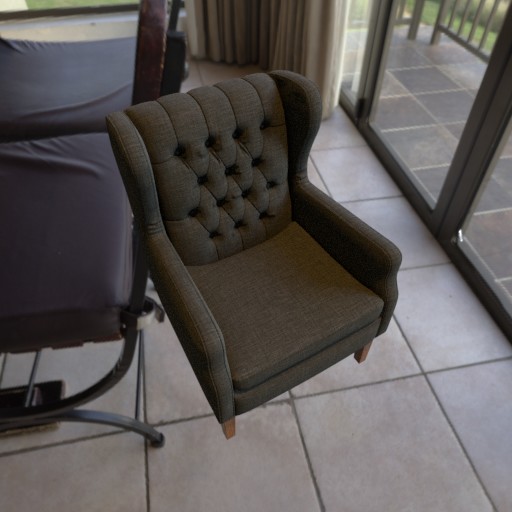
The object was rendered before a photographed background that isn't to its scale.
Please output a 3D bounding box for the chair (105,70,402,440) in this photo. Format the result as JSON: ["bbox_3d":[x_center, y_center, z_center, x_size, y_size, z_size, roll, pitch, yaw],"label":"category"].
[{"bbox_3d":[0.000,0.000,1.539,0.711,0.953,0.775,-23,50,-21],"label":"chair"}]
